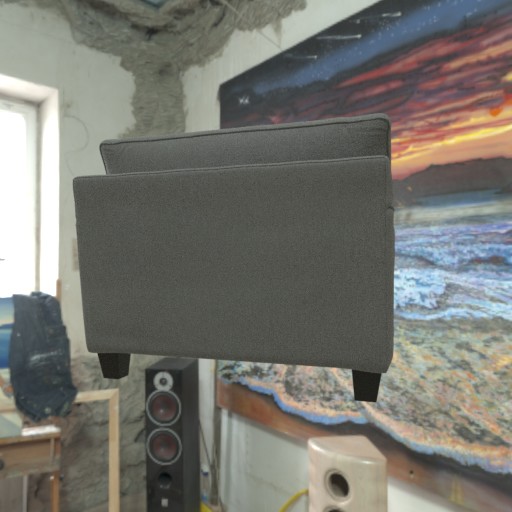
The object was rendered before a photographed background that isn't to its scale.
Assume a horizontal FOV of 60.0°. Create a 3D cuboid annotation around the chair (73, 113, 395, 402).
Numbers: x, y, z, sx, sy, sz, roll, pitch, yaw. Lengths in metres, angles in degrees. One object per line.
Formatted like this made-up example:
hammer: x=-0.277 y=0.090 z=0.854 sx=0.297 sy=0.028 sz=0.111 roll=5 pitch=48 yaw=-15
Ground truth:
chair: x=0.000 y=0.000 z=2.034 sx=1.220 sy=1.016 sz=1.041 roll=0 pitch=-1 yaw=17
